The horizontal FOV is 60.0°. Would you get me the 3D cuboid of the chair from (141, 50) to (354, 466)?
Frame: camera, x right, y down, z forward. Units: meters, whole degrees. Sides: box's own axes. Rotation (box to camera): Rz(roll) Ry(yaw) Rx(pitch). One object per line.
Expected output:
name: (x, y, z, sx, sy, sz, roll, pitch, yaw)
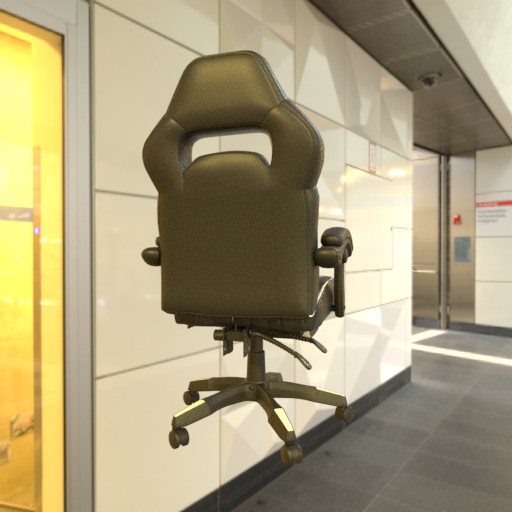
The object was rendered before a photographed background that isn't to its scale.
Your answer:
chair: (0.000, 0.000, 1.603, 0.676, 1.200, 0.700, 0, 1, 17)
